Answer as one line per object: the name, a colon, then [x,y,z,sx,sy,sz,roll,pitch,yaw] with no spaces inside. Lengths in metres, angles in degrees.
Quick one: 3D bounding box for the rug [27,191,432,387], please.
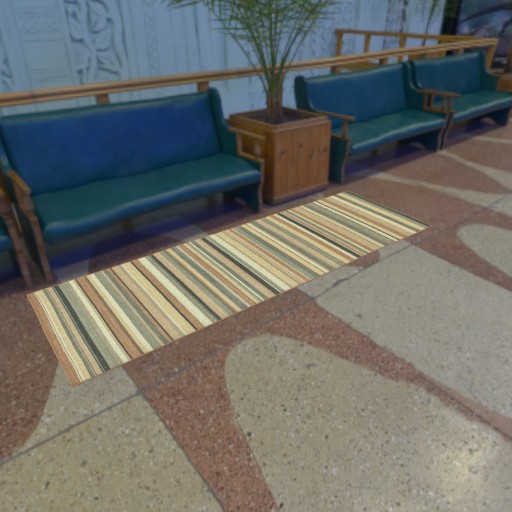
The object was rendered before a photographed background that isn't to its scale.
rug: [0.000,0.000,2.695,2.444,0.010,0.799,-21,36,-31]
